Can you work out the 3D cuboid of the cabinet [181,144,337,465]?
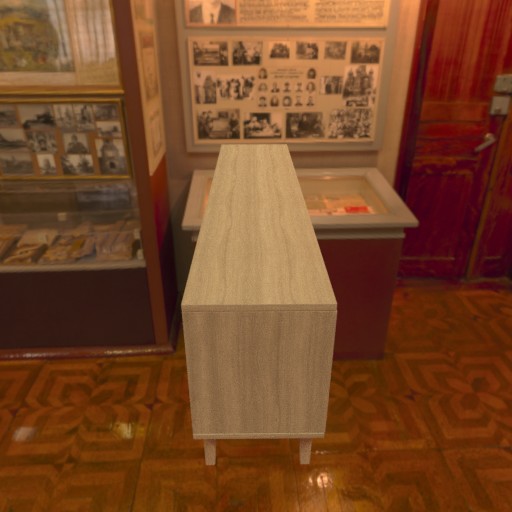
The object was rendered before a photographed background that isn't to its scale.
[{"bbox_3d":[0.000,0.000,2.561,0.499,0.779,2.198,0,27,-1],"label":"cabinet"}]
